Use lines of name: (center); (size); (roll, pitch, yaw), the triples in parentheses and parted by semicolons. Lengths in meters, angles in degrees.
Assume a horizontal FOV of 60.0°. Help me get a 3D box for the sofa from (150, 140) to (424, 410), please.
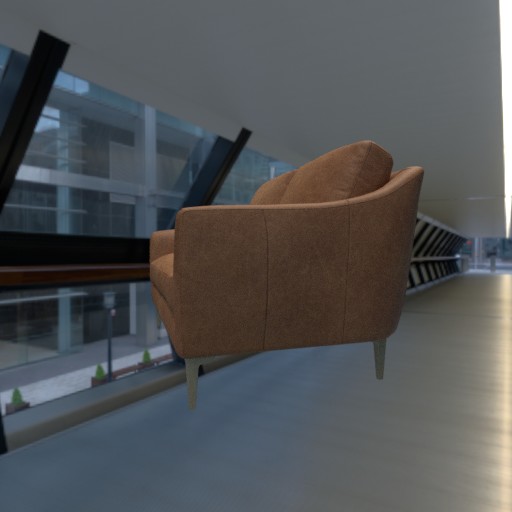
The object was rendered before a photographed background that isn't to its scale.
sofa: (0.000, 0.000, 2.178); (0.960, 0.902, 1.619); (0, 1, -16)
